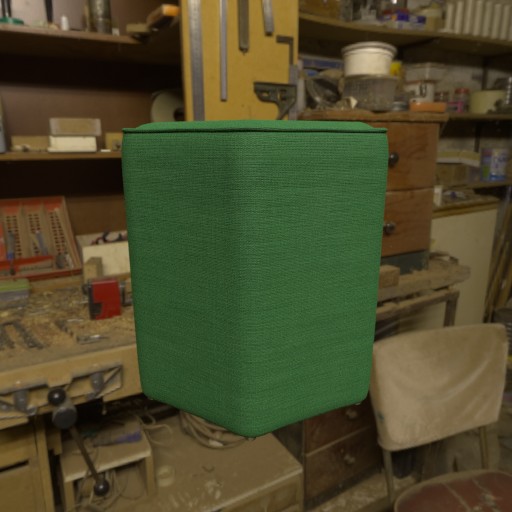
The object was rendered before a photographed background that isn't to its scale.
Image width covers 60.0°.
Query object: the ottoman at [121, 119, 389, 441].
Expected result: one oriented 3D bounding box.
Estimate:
[{"bbox_3d":[0.000,0.000,0.889,0.499,0.507,0.444,-7,16,-27],"label":"ottoman"}]
